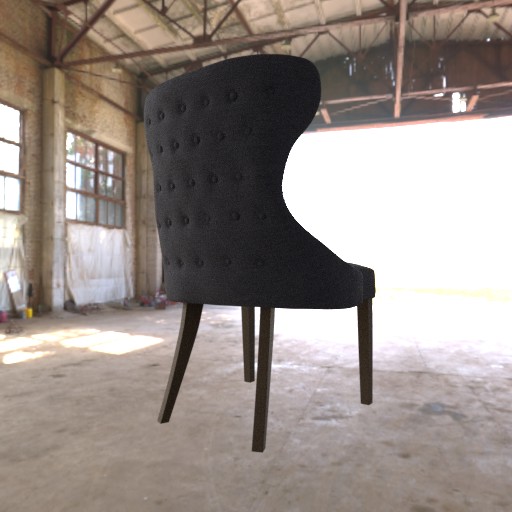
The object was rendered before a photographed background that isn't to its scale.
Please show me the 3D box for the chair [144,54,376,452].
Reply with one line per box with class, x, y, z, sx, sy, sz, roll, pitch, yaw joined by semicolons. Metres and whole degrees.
chair;0.000;0.000;1.379;0.628;0.967;0.635;-1;-2;36
